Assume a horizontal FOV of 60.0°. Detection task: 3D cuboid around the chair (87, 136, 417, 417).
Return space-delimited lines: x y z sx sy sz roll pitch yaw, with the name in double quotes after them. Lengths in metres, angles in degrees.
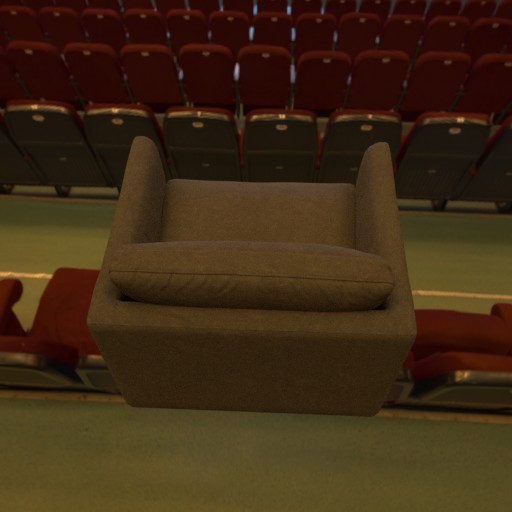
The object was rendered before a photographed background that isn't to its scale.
0.000 0.000 1.901 1.190 0.845 1.091 2 48 2 "chair"
